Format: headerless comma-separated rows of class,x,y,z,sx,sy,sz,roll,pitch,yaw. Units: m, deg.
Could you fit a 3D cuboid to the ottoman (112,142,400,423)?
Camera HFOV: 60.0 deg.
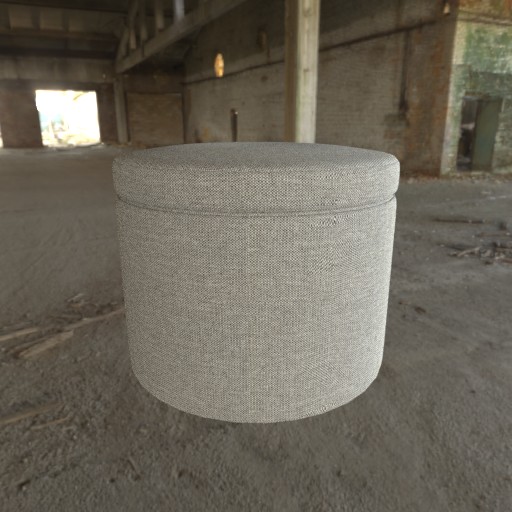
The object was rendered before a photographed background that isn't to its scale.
ottoman,0.000,0.000,0.856,0.500,0.419,0.500,0,17,0
